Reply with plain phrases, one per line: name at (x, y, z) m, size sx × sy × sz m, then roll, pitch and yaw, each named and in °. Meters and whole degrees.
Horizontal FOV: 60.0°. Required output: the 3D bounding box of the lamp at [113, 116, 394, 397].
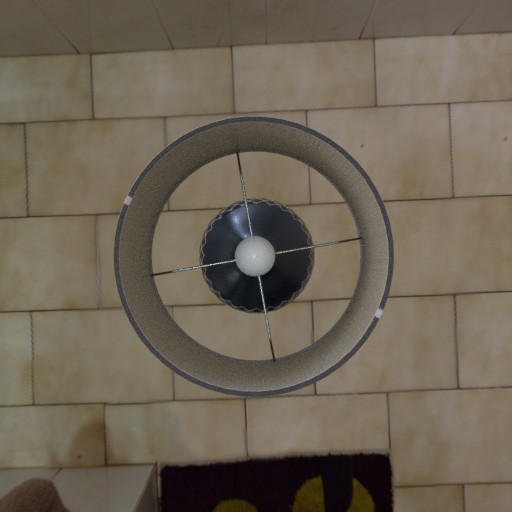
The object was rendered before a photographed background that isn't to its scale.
lamp at (0.000, 0.000, 0.780) m, size 0.376 × 0.540 × 0.376 m, roll 0°, pitch 90°, yaw 1°
